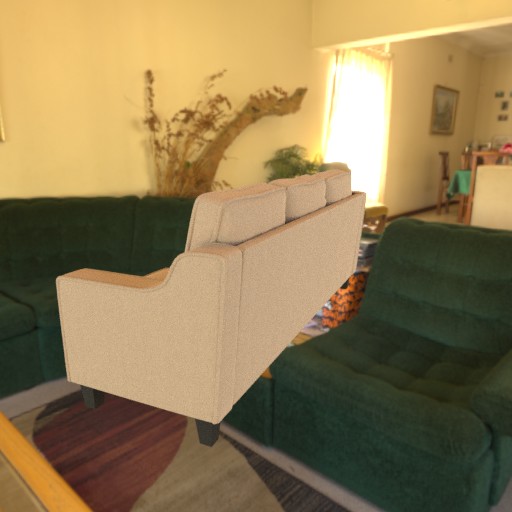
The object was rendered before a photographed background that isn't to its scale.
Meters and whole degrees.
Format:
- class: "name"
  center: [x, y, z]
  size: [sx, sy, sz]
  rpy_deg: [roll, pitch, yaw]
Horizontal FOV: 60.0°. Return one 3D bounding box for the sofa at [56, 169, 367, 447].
- class: "sofa"
  center: [0.000, 0.000, 2.520]
  size: [0.791, 0.902, 2.131]
  rpy_deg: [7, 16, 24]
